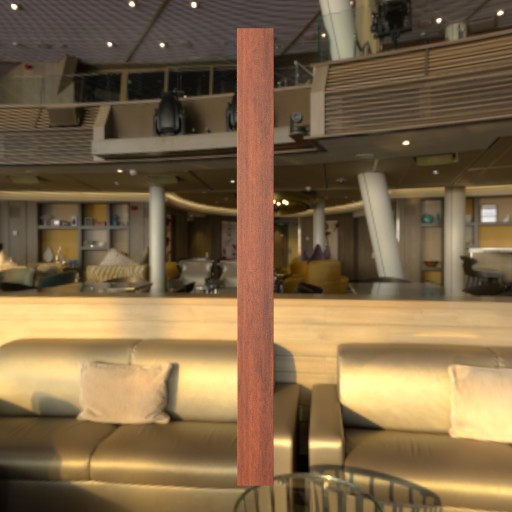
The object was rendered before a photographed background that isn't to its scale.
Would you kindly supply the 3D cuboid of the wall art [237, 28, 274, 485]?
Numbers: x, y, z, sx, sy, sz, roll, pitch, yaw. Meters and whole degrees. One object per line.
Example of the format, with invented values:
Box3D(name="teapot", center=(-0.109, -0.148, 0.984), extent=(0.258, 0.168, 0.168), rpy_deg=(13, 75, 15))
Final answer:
Box3D(name="wall art", center=(0.000, 0.000, 0.534), extent=(0.030, 0.381, 0.330), rpy_deg=(0, 1, 0))
